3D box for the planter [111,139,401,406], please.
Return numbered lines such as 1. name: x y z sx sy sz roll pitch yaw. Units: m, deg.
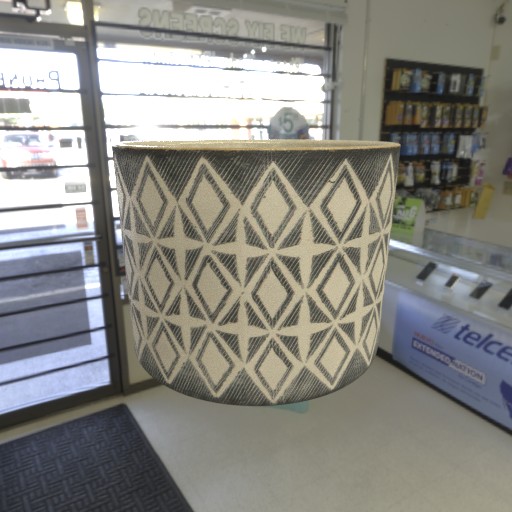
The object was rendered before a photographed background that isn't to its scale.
1. planter: 0.000 0.000 0.331 0.192 0.165 0.192 0 16 0
